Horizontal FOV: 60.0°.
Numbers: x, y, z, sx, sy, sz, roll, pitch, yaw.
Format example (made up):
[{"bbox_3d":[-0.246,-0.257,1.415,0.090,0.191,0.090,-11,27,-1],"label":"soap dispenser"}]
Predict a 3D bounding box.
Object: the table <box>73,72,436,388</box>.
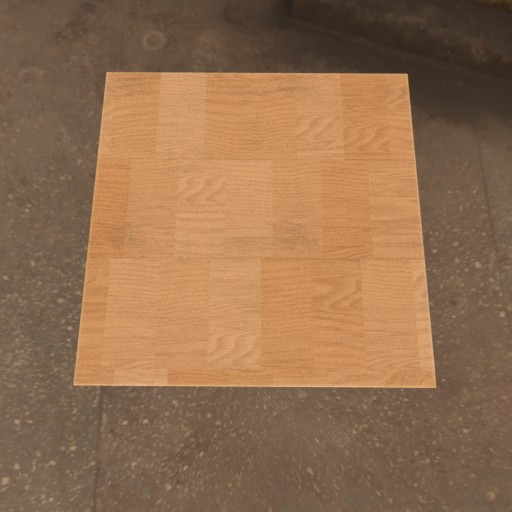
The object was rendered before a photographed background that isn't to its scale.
[{"bbox_3d":[0.000,0.000,1.361,0.747,0.738,0.747,0,75,0],"label":"table"}]
